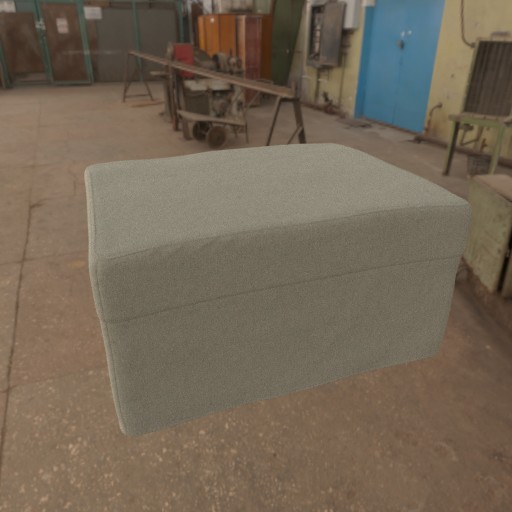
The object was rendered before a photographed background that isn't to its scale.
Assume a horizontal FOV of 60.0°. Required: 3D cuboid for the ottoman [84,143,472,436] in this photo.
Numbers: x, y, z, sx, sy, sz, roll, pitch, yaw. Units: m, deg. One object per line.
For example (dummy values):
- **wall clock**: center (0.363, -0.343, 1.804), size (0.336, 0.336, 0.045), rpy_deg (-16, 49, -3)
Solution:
- **ottoman**: center (0.000, 0.000, 1.228), size (0.833, 0.461, 0.648), rpy_deg (-9, 29, -17)
